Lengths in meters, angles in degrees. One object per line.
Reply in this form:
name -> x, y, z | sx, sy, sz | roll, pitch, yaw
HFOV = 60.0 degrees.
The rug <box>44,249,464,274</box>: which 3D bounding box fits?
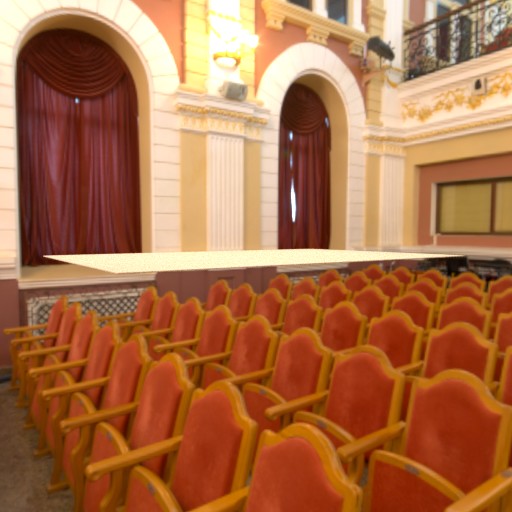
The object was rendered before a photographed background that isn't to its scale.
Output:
rug -> 0.000, 0.000, 2.888 | 2.289, 0.006, 1.523 | -2, 4, -35
